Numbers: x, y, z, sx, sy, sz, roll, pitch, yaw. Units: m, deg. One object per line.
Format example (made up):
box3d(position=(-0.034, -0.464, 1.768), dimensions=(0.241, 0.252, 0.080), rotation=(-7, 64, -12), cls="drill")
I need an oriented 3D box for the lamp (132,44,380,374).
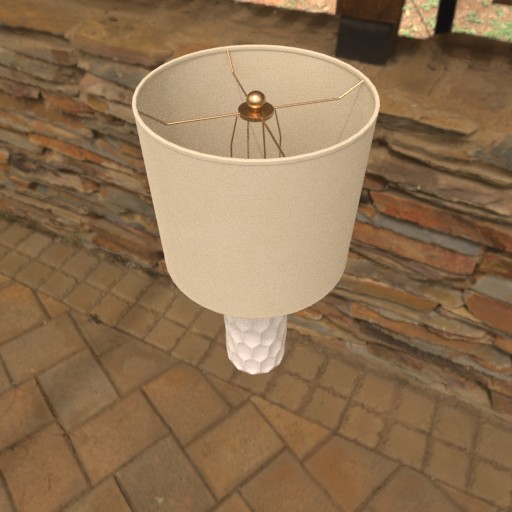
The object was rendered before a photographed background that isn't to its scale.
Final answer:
box3d(position=(0.000, 0.000, 0.696), dimensions=(0.277, 0.537, 0.277), rotation=(16, 48, 15), cls="lamp")
